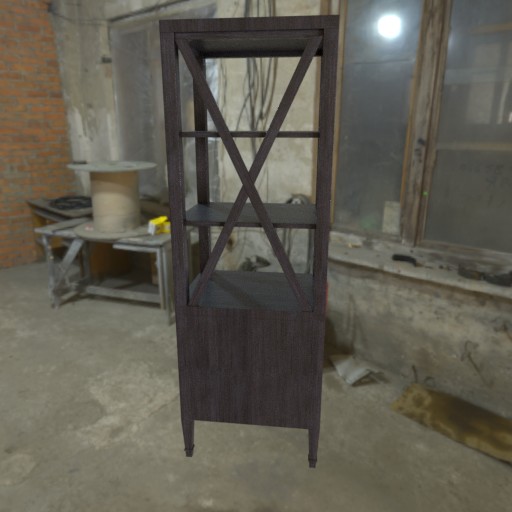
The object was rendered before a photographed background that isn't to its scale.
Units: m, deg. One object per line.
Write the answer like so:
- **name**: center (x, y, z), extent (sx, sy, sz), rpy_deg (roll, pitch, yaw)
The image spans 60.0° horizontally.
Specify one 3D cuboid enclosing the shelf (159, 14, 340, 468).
- **shelf**: center (0.000, 0.000, 1.884), extent (0.584, 1.727, 0.472), rpy_deg (2, 17, 7)
